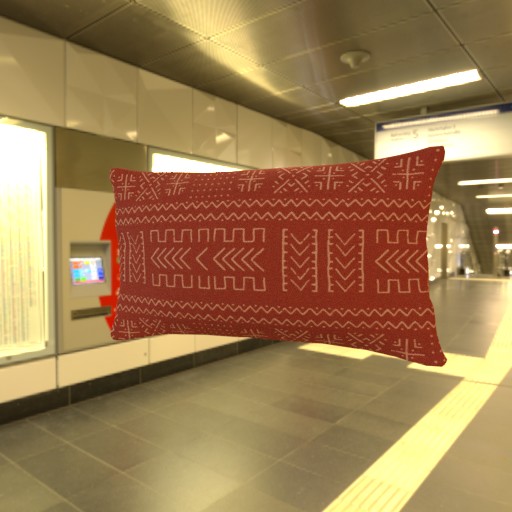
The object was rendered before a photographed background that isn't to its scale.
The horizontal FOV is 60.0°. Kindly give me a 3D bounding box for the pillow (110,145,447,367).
[{"bbox_3d":[0.000,0.000,0.799,0.640,0.352,0.130,1,2,19],"label":"pillow"}]
